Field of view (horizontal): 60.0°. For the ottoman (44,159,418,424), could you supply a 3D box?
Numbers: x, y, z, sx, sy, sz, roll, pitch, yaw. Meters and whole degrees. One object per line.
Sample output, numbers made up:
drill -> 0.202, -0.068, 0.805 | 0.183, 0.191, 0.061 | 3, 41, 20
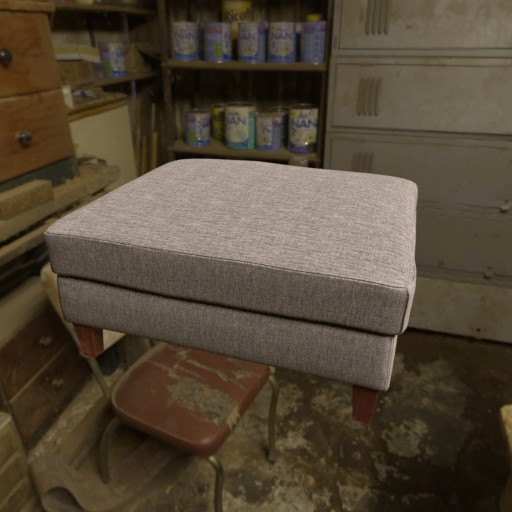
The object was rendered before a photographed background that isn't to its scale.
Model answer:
ottoman -> 0.000, 0.000, 1.508 | 0.994, 0.492, 0.839 | 8, 28, 16
